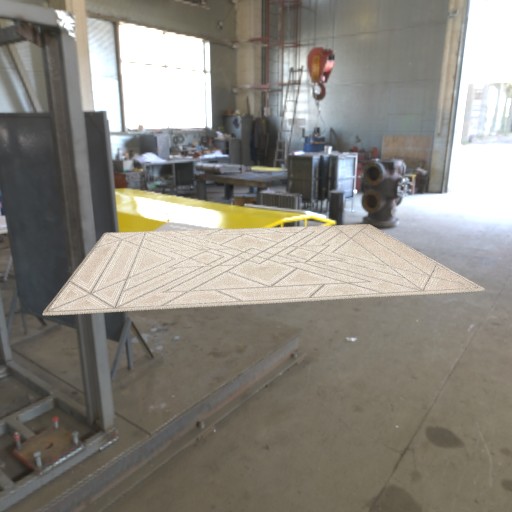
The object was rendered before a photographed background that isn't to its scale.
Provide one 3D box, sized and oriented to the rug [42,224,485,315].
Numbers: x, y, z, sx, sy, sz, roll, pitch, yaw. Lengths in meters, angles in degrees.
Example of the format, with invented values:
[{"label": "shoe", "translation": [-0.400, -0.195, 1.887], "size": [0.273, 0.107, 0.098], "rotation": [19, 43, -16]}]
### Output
[{"label": "rug", "translation": [0.000, 0.000, 4.474], "size": [3.381, 0.026, 2.436], "rotation": [-2, 17, -8]}]
